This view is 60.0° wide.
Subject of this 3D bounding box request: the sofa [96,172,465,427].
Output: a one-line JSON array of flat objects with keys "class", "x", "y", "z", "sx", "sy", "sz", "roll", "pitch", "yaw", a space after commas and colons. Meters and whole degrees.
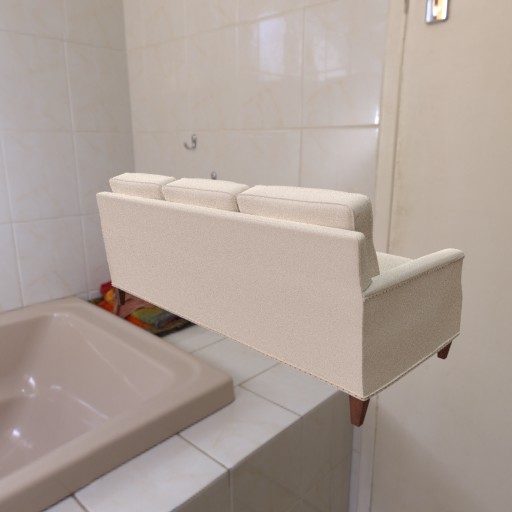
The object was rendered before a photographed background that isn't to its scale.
[{"class": "sofa", "x": 0.000, "y": 0.000, "z": 2.833, "sx": 1.084, "sy": 1.003, "sz": 2.246, "roll": -14, "pitch": 20, "yaw": -43}]
